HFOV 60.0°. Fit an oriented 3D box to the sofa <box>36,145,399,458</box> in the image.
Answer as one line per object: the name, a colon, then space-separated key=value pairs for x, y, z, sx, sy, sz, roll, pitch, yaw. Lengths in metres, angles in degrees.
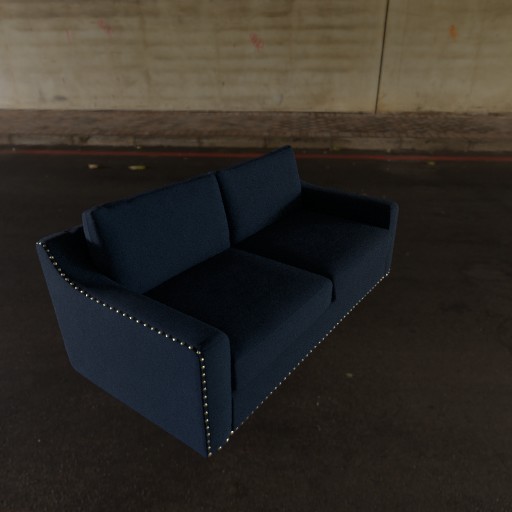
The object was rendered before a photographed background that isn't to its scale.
sofa: x=0.000 y=0.000 z=2.743 sx=1.104 sy=0.983 sz=2.107 roll=18 pitch=31 yaw=32
